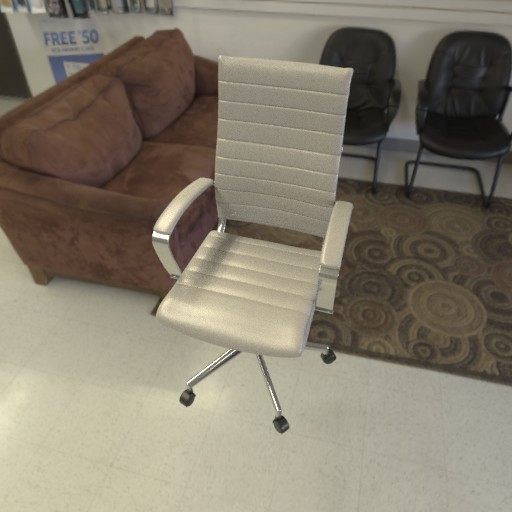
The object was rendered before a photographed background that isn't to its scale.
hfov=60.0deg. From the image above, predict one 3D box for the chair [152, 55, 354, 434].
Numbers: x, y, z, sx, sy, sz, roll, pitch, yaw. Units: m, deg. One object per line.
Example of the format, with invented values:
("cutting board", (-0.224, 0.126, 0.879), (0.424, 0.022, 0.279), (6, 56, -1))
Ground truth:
("chair", (0.000, 0.000, 1.572), (0.679, 1.149, 0.667), (12, 42, 13))
